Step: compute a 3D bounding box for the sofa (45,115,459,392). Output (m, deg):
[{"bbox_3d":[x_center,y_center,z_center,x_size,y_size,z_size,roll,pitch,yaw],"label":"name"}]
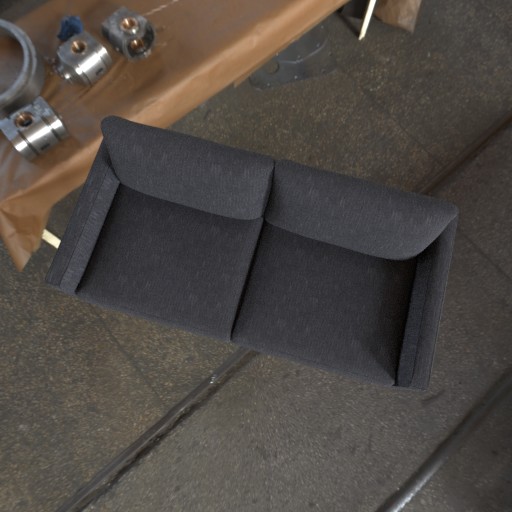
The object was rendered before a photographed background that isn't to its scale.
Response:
[{"bbox_3d":[0.000,0.000,2.148,1.716,0.862,0.866,15,75,4],"label":"sofa"}]
